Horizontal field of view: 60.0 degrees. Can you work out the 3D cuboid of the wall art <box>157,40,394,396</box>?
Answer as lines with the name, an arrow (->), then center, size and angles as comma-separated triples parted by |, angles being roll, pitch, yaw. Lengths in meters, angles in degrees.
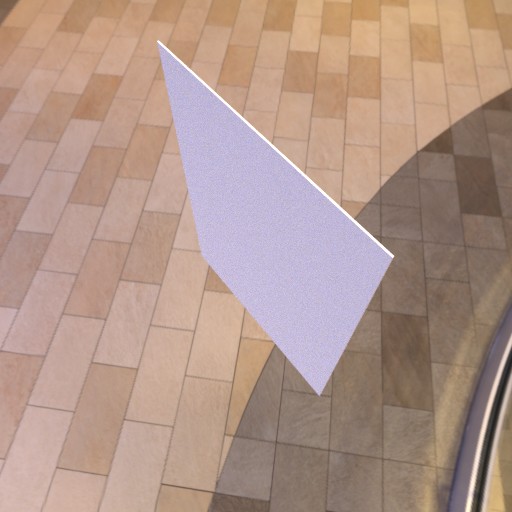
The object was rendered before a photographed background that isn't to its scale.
wall art -> 0.000, 0.000, 0.809 | 0.003, 0.610, 0.457 | -34, 65, -18
